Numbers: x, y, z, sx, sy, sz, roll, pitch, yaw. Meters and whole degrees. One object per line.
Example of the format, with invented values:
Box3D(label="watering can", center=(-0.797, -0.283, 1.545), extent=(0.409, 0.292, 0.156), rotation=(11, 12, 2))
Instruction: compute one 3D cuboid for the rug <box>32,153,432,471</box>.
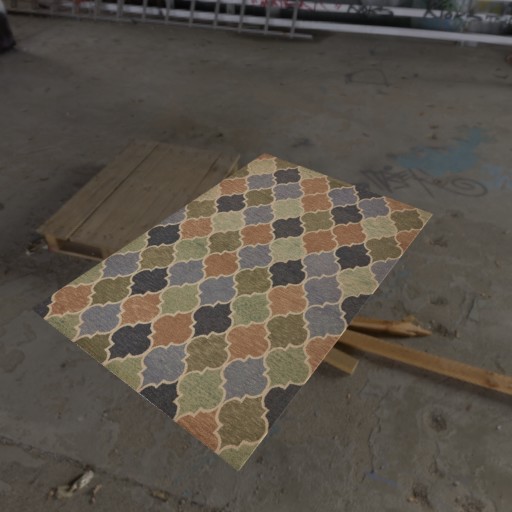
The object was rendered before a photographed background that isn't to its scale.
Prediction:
Box3D(label="rug", center=(0.000, 0.000, 2.319), extent=(1.216, 0.006, 1.828), rotation=(26, 48, 27))
